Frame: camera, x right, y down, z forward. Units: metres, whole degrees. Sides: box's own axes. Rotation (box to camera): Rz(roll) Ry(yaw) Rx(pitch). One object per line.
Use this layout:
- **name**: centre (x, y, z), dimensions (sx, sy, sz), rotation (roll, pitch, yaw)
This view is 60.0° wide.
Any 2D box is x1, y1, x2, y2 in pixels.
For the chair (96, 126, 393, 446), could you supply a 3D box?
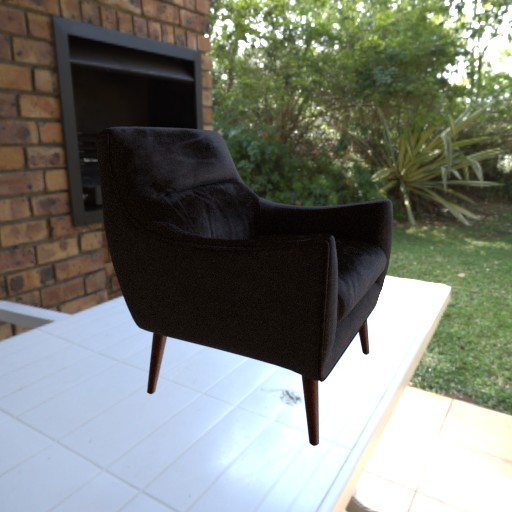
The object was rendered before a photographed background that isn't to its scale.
- **chair**: centre (0.000, 0.000, 1.494), dimensions (0.787, 0.838, 0.762), rotation (7, 16, 26)
